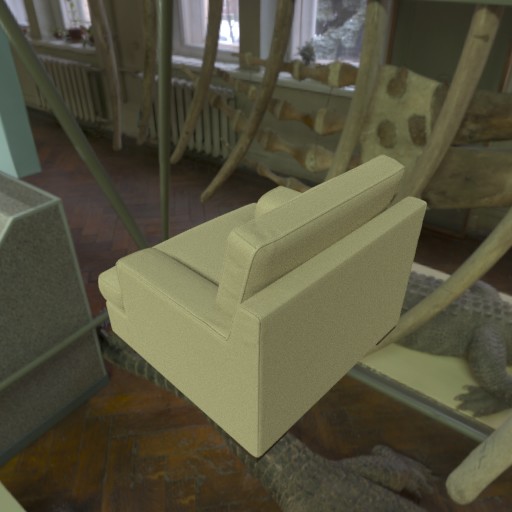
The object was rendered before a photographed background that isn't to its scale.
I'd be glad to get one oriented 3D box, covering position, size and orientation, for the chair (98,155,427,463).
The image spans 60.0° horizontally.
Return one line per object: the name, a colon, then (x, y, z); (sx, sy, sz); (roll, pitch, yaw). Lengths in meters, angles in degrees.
chair: (0.000, 0.000, 2.216); (1.274, 1.005, 1.293); (22, 39, 30)
